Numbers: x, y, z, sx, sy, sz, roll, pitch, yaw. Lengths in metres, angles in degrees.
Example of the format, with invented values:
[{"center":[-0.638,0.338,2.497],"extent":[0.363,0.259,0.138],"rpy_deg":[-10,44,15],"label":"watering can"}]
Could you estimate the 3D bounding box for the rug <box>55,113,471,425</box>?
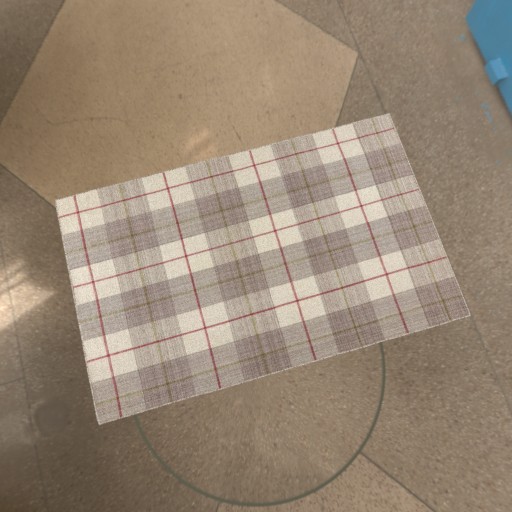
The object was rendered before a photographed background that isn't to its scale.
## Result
[{"center":[0.000,0.000,2.978],"extent":[2.464,0.010,1.549],"rpy_deg":[-16,77,-4],"label":"rug"}]
